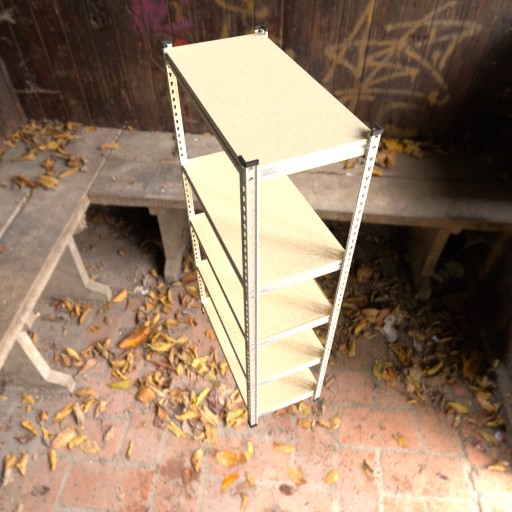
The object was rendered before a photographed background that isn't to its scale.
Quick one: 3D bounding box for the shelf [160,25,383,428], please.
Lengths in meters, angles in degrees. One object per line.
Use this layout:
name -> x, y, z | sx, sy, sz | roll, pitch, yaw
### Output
shelf -> 0.000, 0.000, 2.229 | 0.457, 1.829, 0.914 | -17, 49, -15
